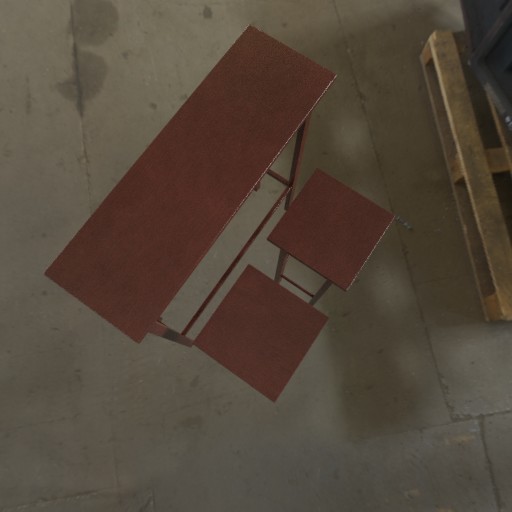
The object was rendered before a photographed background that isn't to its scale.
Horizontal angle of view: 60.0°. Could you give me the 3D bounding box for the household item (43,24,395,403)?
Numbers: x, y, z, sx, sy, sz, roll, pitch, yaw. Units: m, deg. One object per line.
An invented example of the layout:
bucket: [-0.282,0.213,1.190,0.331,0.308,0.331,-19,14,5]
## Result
household item: [0.000,0.000,1.680,0.676,1.067,0.914,34,78,8]
